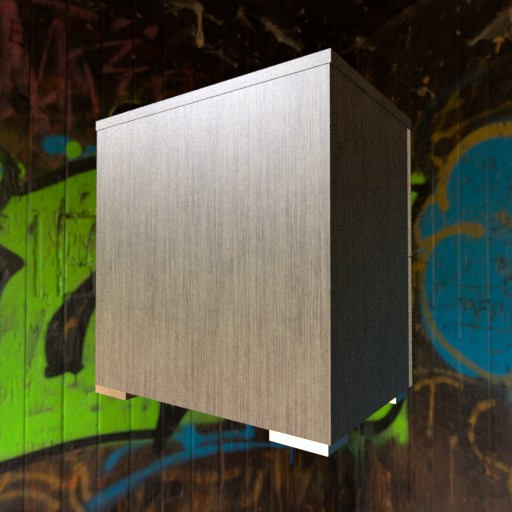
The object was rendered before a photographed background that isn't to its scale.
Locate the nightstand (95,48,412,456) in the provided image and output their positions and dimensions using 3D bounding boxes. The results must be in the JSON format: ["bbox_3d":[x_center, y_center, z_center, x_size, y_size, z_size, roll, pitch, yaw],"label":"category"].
[{"bbox_3d":[0.000,0.000,0.758,0.441,0.460,0.325,-1,-1,36],"label":"nightstand"}]
